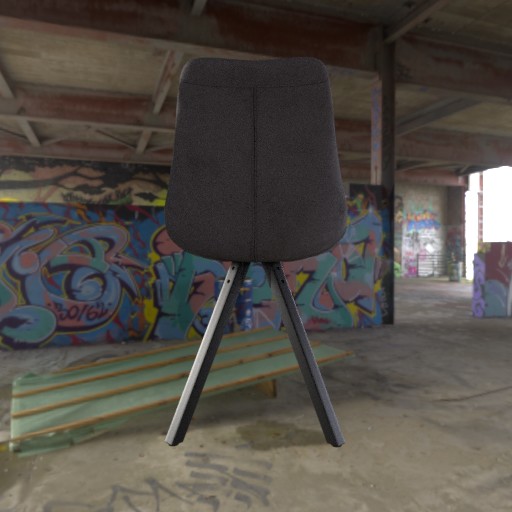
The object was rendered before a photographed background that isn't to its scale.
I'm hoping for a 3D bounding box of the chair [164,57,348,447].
[{"bbox_3d":[0.000,0.000,1.201,0.476,0.850,0.550,0,1,1],"label":"chair"}]
